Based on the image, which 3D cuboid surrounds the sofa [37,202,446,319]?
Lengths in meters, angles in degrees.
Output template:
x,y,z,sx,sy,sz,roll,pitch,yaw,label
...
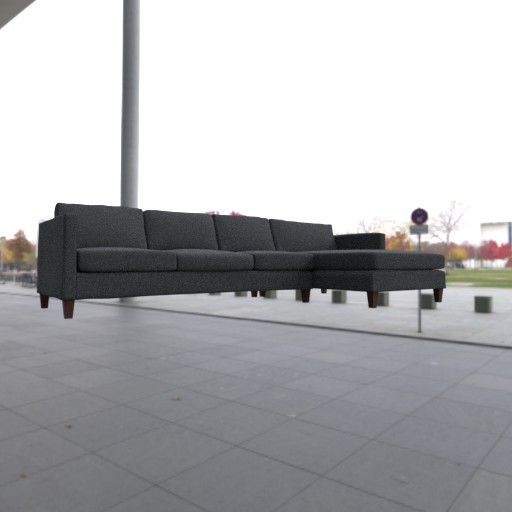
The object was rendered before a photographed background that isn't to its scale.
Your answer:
x,y,z,sx,sy,sz,roll,pitch,yaw,label
0.000,0.000,3.825,3.186,0.846,1.625,1,-1,-35,sofa
